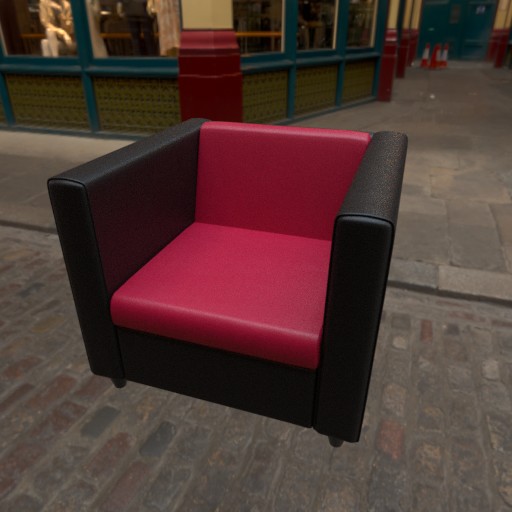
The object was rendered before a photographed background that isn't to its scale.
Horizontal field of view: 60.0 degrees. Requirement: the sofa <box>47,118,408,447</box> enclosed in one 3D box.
[{"bbox_3d":[0.000,0.000,1.458,0.839,0.724,0.809,9,29,16],"label":"sofa"}]
